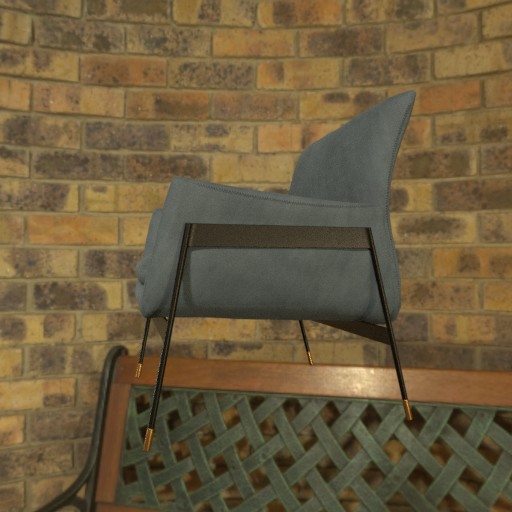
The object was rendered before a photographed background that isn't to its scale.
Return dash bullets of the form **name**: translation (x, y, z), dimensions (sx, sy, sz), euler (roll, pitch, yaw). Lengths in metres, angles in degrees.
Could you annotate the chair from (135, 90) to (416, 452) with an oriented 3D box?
- **chair**: translation (0.000, 0.000, 1.366), dimensions (0.709, 0.858, 0.678), euler (0, -1, -17)
